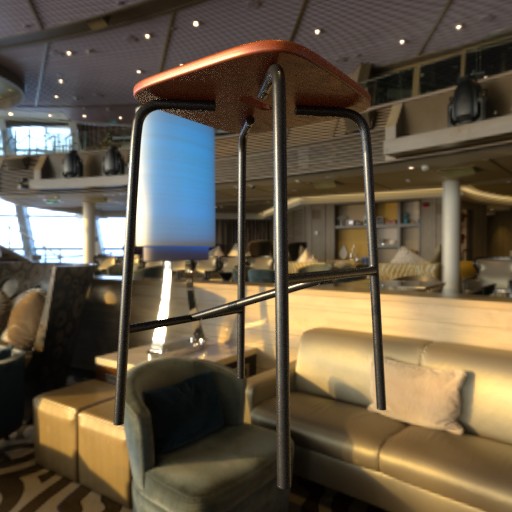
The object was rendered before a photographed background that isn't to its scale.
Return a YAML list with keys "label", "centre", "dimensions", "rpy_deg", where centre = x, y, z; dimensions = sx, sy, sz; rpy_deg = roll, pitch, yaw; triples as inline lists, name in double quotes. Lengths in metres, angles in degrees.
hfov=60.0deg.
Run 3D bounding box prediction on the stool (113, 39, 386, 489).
- label: "stool"
  centre: [0.000, 0.000, 0.840]
  dimensions: [0.376, 0.610, 0.376]
  rpy_deg: [1, 1, 36]
